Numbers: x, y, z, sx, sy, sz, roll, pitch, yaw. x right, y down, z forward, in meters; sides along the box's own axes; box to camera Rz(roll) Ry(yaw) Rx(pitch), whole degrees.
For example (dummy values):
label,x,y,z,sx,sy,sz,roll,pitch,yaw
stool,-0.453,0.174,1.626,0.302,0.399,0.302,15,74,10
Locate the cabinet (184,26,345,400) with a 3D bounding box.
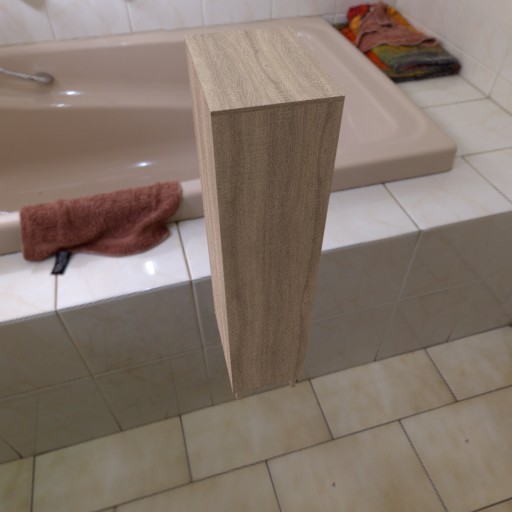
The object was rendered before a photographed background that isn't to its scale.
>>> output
label,x,y,z,sx,sy,sz,roll,pitch,yaw
cabinet,0.000,0.000,2.128,0.400,1.850,0.570,-10,47,-9
